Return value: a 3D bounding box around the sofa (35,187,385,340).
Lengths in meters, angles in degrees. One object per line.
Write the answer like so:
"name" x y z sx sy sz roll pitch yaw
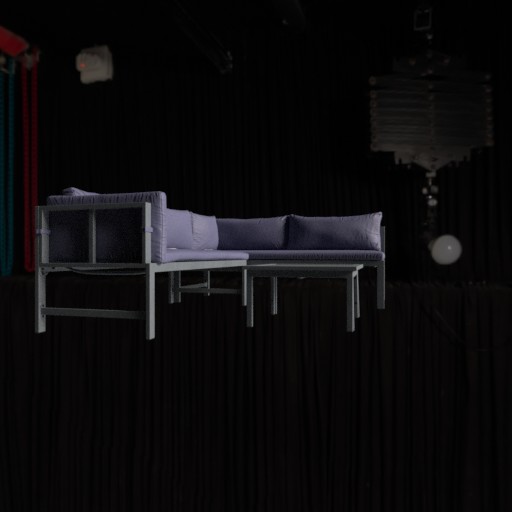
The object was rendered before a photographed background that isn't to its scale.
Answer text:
"sofa" 0.000 0.000 2.981 1.658 0.762 2.149 0 0 16
